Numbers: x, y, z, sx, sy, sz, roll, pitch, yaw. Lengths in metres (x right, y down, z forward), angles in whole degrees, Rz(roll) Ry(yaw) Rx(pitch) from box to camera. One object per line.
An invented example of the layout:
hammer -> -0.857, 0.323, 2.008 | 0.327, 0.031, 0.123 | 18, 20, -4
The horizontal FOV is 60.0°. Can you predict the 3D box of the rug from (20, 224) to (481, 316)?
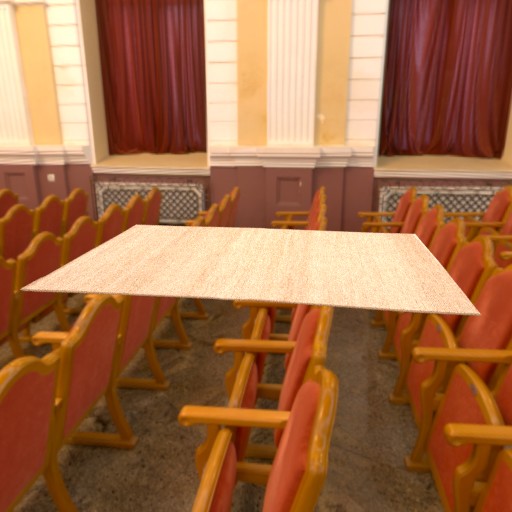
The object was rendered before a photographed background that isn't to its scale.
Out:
rug -> 0.000, 0.000, 2.953 | 2.346, 0.029, 1.574 | 2, 17, 8
